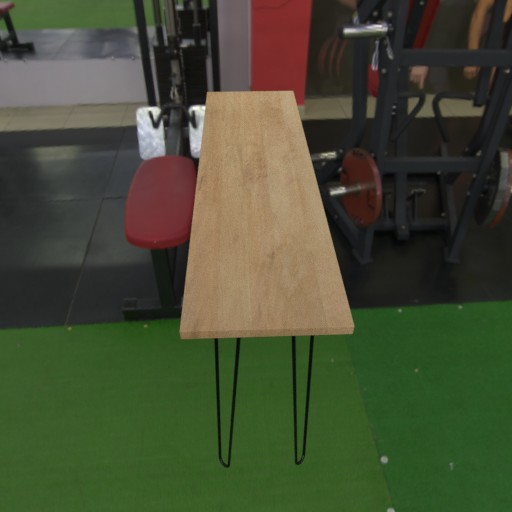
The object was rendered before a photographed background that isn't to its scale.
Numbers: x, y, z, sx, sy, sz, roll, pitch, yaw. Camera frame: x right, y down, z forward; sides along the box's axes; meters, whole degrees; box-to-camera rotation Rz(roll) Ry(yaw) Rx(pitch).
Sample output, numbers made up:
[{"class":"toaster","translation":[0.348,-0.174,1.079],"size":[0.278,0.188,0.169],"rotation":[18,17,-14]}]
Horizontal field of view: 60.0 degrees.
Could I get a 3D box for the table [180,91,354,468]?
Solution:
[{"class":"table","translation":[0.000,0.000,1.796],"size":[0.399,0.799,1.400],"rotation":[-1,42,-2]}]
